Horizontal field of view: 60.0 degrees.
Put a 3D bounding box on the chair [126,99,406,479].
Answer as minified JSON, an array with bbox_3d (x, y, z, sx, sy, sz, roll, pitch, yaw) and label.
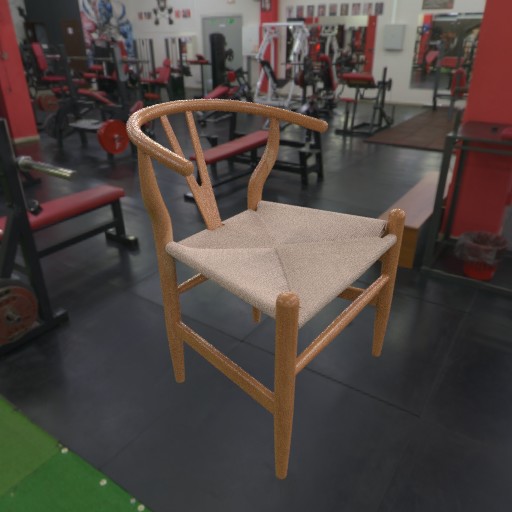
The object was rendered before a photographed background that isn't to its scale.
[{"bbox_3d":[0.000,0.000,1.167,0.579,0.730,0.569,19,32,32],"label":"chair"}]
